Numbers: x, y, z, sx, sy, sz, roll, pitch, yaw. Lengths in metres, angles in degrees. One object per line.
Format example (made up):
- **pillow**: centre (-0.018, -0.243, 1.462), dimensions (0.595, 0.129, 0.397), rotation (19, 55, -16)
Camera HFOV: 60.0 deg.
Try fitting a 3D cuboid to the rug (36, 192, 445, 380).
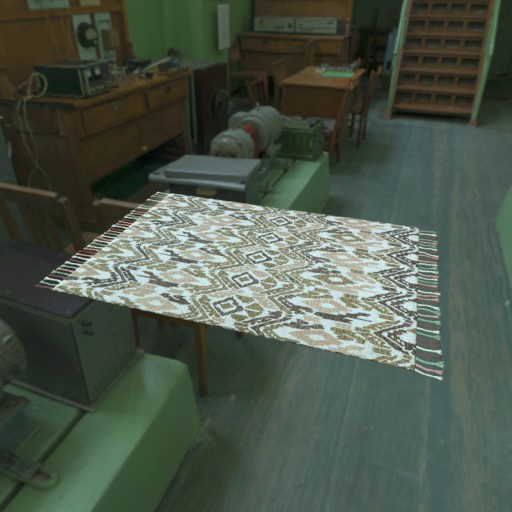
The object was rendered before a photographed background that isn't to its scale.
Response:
- **rug**: centre (0.000, 0.000, 2.326), dimensions (1.829, 0.008, 1.219), rotation (10, 33, 15)
